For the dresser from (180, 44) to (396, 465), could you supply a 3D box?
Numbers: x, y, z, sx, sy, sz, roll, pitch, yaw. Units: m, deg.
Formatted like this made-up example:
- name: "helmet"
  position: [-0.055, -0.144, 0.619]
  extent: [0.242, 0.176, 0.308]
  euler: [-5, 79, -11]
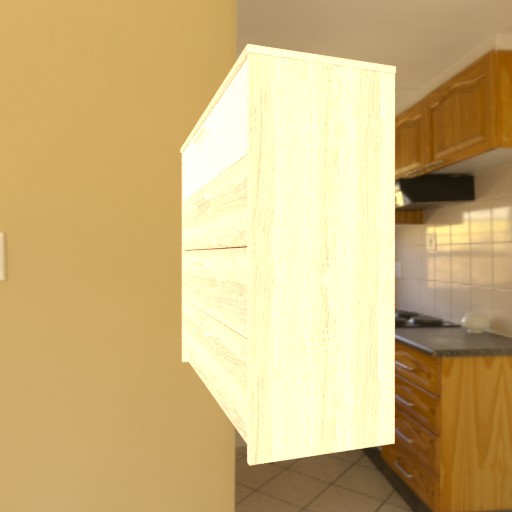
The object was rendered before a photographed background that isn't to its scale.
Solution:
- name: "dresser"
  position: [0.000, 0.000, 1.459]
  extent: [0.380, 0.900, 0.980]
  euler: [0, 0, -18]
